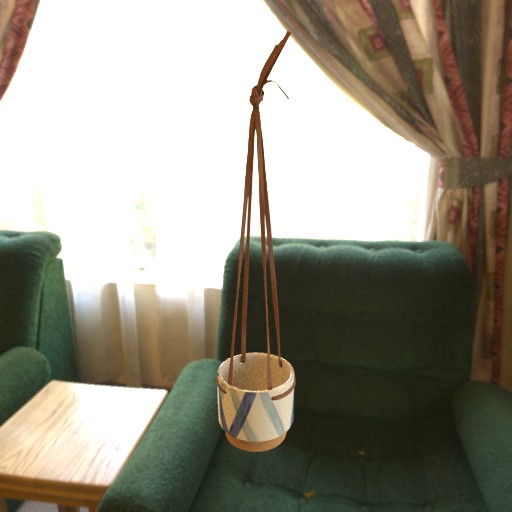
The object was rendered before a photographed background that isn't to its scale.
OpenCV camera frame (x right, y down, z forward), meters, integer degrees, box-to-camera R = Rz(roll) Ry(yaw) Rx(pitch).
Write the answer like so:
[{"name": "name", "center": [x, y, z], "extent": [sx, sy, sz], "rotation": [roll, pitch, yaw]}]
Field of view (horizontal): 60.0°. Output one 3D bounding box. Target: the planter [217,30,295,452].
[{"name": "planter", "center": [0.000, 0.000, 0.815], "extent": [0.157, 0.753, 0.153], "rotation": [-2, 16, -7]}]
